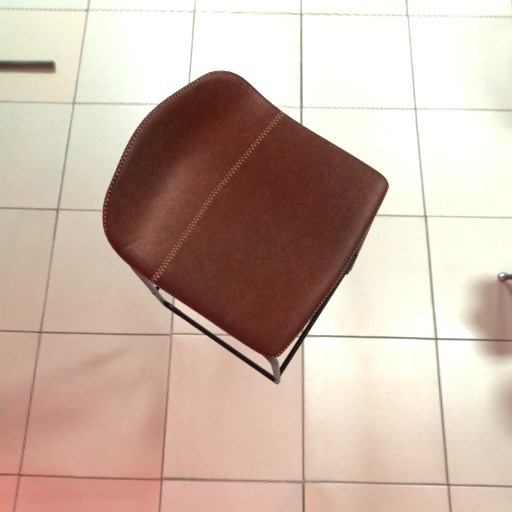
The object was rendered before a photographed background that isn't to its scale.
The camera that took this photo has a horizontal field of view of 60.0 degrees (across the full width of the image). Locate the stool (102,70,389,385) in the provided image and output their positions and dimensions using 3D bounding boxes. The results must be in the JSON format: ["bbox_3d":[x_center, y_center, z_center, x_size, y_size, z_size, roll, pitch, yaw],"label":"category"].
[{"bbox_3d":[0.000,0.000,1.119,0.473,0.830,0.454,33,77,8],"label":"stool"}]
